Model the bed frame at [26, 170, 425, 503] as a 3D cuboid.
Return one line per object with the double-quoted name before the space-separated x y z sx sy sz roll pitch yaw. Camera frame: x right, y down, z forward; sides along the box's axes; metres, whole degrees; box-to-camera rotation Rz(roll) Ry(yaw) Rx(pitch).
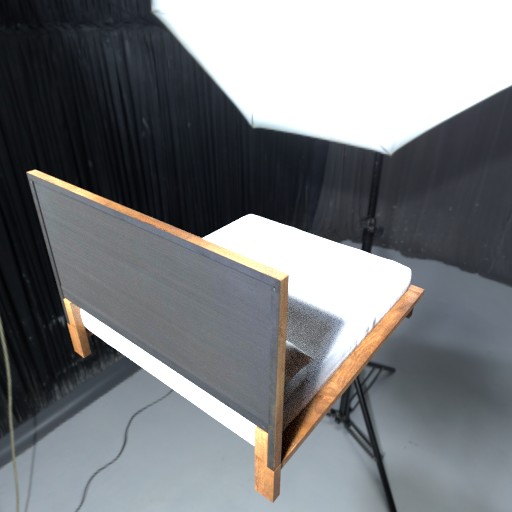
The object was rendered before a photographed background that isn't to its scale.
"bed frame" 0.000 0.000 3.470 2.038 1.537 2.235 22 37 33
